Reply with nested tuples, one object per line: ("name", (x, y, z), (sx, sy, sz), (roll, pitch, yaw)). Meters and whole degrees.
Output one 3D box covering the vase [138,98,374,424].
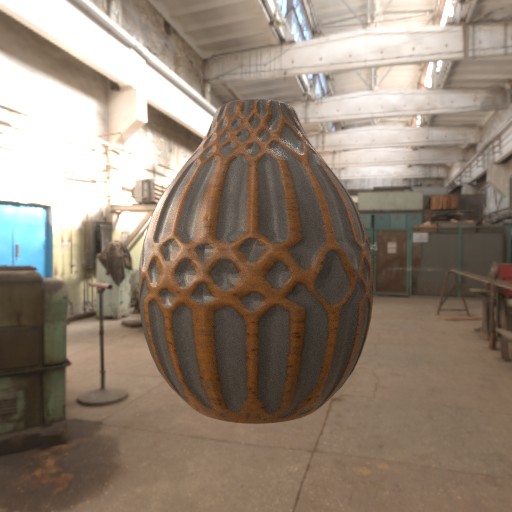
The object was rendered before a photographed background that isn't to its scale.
("vase", (0.000, 0.000, 0.134), (0.069, 0.088, 0.069), (0, 1, 0))
